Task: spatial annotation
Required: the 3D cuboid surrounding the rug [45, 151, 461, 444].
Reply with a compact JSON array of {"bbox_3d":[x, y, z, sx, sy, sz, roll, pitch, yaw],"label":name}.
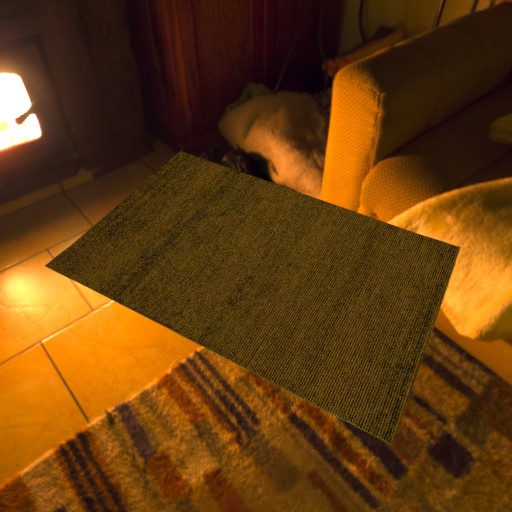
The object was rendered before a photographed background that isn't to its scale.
[{"bbox_3d":[0.000,0.000,2.233,1.777,0.021,1.145,23,51,20],"label":"rug"}]
